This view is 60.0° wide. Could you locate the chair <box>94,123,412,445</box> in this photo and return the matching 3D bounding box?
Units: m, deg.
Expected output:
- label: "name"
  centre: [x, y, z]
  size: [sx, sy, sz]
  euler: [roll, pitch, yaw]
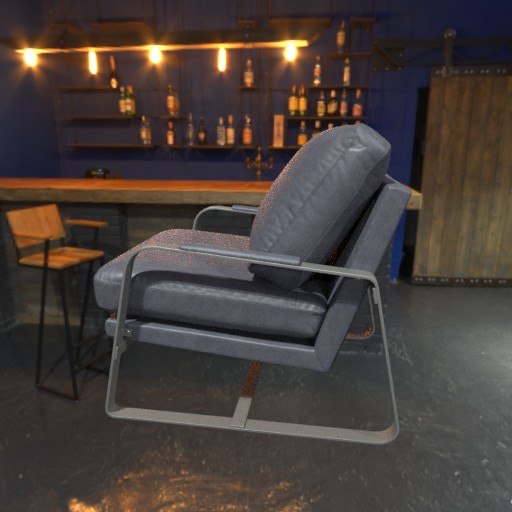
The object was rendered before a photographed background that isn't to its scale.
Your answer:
- label: "chair"
  centre: [0.000, 0.000, 1.472]
  size: [0.878, 0.839, 0.692]
  euler: [2, 15, 9]
